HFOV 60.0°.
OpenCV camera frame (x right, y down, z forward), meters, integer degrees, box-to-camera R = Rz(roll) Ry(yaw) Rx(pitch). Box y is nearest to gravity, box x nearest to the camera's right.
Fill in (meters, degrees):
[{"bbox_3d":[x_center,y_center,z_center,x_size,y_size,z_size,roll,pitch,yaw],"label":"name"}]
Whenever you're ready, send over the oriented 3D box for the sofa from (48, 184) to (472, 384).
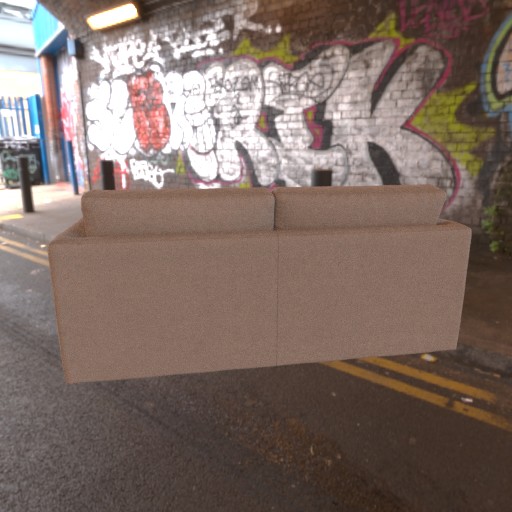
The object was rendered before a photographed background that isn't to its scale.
[{"bbox_3d":[0.000,0.000,2.496,1.905,0.839,1.091,-3,15,-10],"label":"sofa"}]
